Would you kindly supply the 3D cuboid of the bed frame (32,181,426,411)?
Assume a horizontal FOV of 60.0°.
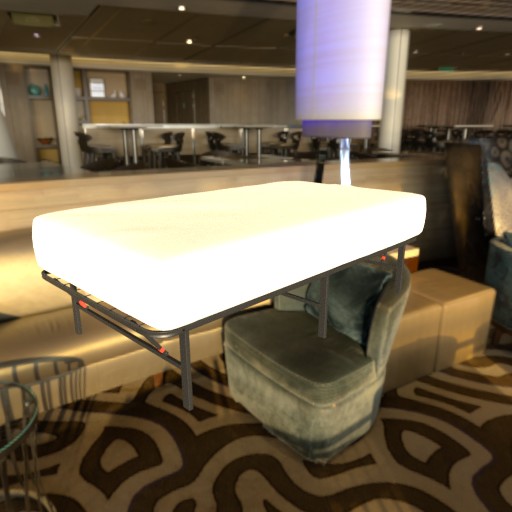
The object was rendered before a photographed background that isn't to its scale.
[{"bbox_3d":[0.000,0.000,2.376,1.025,0.640,1.908,15,22,42],"label":"bed frame"}]
